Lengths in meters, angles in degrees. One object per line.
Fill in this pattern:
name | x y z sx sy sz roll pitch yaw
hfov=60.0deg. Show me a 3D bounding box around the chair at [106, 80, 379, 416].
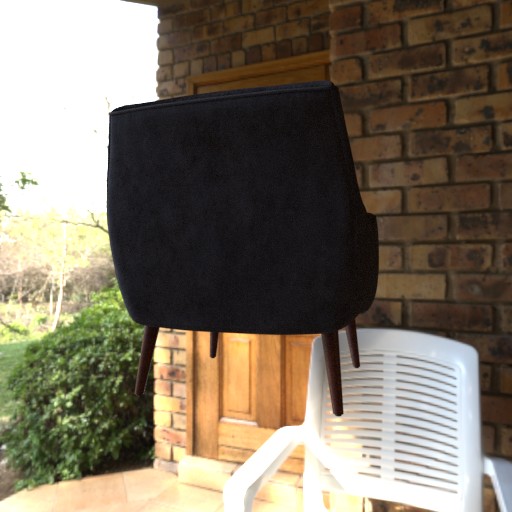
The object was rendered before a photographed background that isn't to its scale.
chair | 0.000 0.000 1.466 0.762 0.838 0.787 0 -1 18
